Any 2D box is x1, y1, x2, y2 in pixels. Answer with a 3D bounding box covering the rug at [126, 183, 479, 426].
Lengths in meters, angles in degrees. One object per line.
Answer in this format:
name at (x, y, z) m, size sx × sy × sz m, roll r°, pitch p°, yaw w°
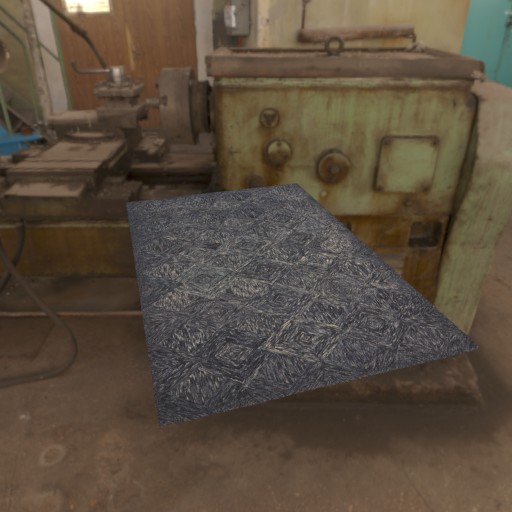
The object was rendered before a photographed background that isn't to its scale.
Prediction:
rug at (0.000, 0.000, 2.162) m, size 1.139 × 0.010 × 1.754 m, roll -9°, pitch 31°, yaw -15°
